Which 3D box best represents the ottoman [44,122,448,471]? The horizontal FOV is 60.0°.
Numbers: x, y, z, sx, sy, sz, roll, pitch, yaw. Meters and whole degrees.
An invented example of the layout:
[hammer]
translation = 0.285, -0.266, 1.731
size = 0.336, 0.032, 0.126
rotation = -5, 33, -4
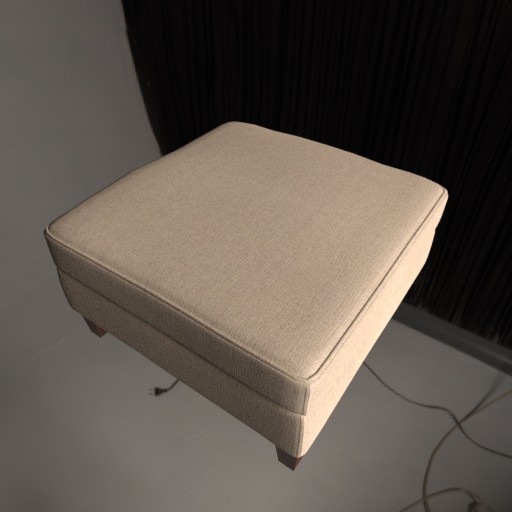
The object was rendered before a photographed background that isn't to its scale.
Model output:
[ottoman]
translation = 0.000, 0.000, 1.342
size = 0.838, 0.481, 0.838
rotation = 25, 46, 26
